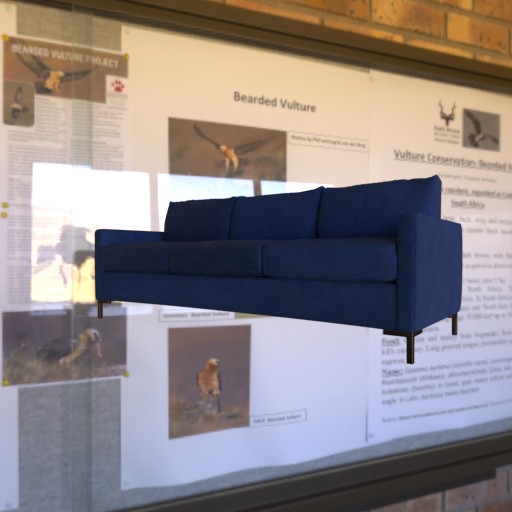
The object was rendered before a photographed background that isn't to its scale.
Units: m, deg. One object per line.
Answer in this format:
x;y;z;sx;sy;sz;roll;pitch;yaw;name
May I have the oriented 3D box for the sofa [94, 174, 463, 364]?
0.000;0.000;2.783;2.252;0.879;0.875;0;1;36;sofa
